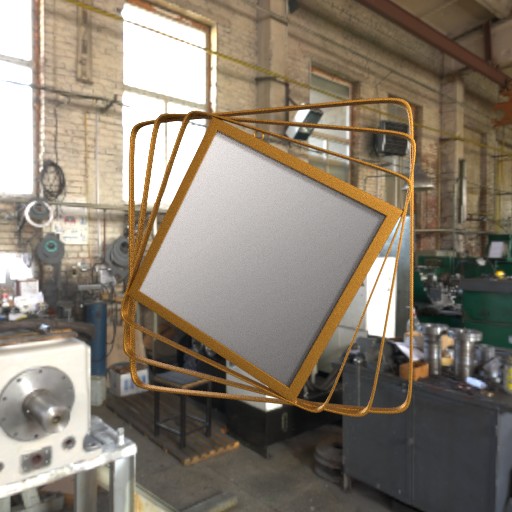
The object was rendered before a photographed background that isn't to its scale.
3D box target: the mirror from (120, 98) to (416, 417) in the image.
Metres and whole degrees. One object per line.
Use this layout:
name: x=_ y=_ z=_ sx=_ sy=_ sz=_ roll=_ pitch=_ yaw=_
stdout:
mirror: x=0.000 y=0.000 z=0.694 sx=0.470 sy=0.468 sz=0.045 roll=0 pitch=1 yaw=17
